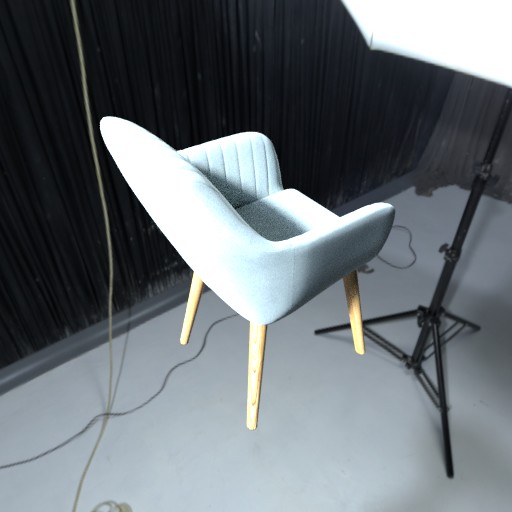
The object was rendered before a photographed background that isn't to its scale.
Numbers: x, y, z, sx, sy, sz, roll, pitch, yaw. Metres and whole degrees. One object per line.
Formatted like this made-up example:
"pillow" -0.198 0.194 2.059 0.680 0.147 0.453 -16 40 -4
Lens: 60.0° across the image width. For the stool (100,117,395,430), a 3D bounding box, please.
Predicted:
"stool" 0.000 0.000 1.196 0.590 0.830 0.503 -26 46 -28
